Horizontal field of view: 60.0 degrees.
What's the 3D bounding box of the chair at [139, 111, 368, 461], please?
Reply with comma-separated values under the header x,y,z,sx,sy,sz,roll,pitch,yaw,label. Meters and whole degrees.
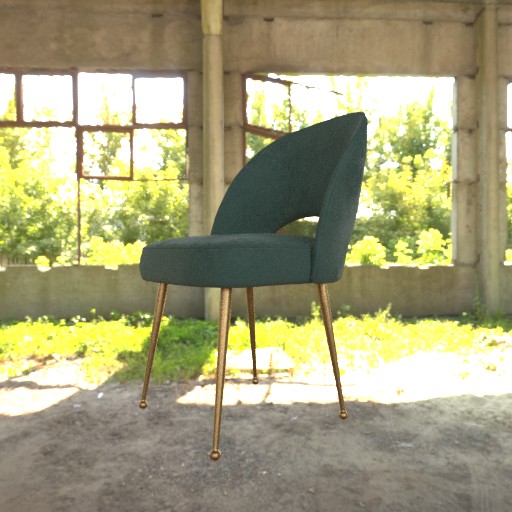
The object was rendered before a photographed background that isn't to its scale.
x,y,z,sx,sy,sz,roll,pitch,yaw,label
0.000,0.000,1.235,0.577,0.860,0.527,0,0,-36,chair
